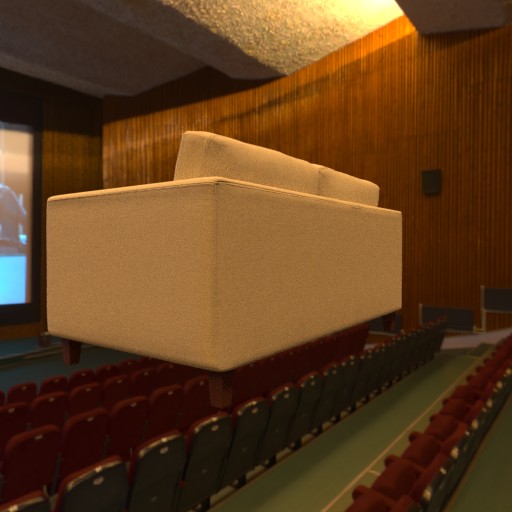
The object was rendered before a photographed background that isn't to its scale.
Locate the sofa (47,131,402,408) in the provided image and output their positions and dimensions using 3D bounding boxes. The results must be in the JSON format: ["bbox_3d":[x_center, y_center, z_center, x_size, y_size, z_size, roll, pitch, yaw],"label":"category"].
[{"bbox_3d":[0.000,0.000,2.224,0.964,0.888,1.702,1,2,36],"label":"sofa"}]
